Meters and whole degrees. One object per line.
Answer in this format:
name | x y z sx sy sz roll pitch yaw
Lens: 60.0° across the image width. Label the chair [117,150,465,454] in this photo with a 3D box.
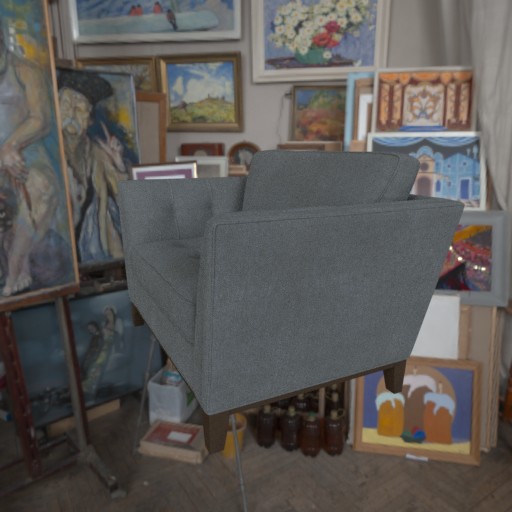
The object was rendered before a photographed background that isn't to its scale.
chair | 0.000 0.000 2.032 0.965 0.942 1.396 -7 16 -26
